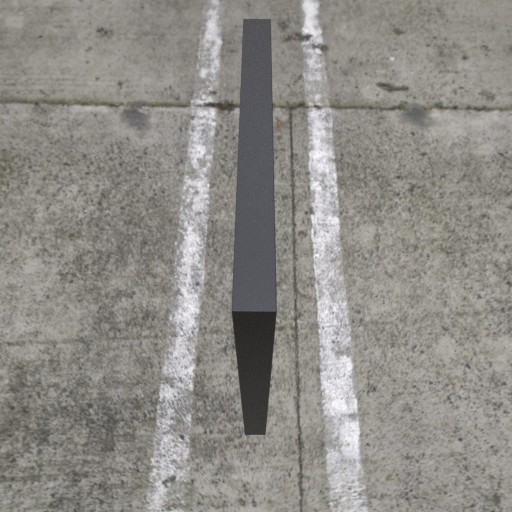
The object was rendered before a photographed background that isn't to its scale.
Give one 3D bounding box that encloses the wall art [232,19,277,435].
[{"bbox_3d":[0.000,0.000,0.520,0.028,0.380,0.325,0,57,0],"label":"wall art"}]
